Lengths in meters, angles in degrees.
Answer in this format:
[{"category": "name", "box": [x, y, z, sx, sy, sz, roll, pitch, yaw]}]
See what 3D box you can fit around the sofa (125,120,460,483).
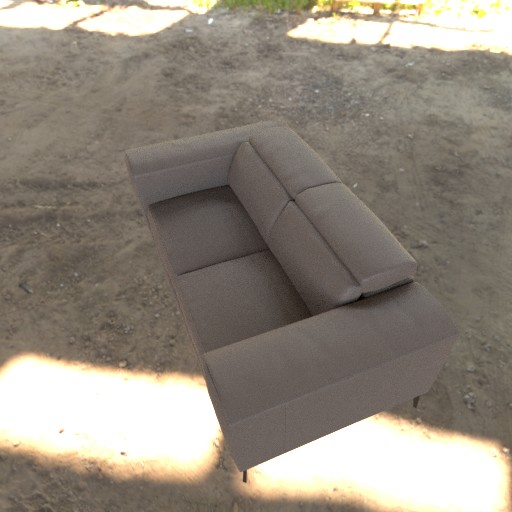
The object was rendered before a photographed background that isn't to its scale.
[{"category": "sofa", "box": [0.000, 0.000, 2.387, 1.003, 0.779, 1.895, -16, 47, -16]}]
